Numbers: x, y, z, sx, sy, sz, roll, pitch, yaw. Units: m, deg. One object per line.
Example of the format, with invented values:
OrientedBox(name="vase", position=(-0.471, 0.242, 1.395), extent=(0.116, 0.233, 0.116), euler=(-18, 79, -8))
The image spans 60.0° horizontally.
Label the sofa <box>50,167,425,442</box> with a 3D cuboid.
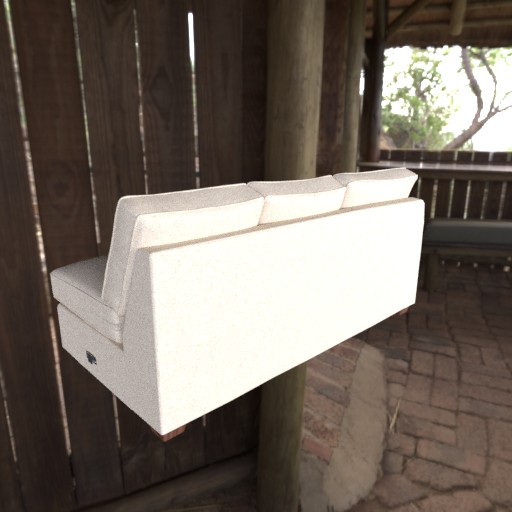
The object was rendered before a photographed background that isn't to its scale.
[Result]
OrientedBox(name="sofa", position=(0.000, 0.000, 2.527), extent=(1.962, 0.946, 1.034), euler=(-15, 21, -41))
